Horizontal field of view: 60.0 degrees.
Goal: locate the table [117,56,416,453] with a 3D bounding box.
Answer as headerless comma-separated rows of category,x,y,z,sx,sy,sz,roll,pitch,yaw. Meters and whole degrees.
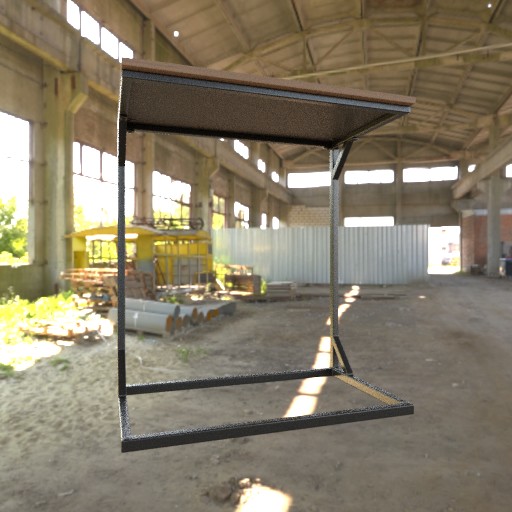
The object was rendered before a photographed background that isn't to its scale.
table,0.000,0.000,1.009,0.597,0.673,0.351,0,0,-18
